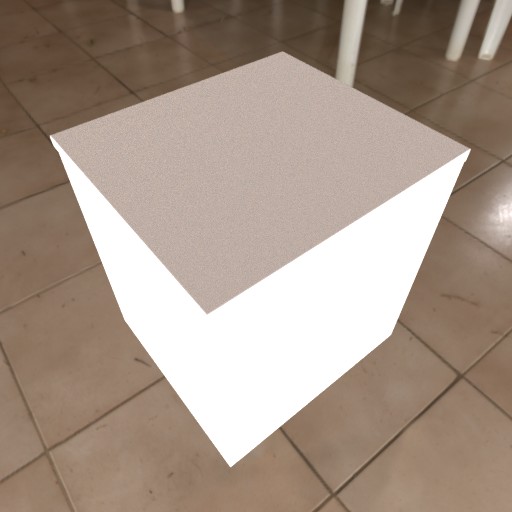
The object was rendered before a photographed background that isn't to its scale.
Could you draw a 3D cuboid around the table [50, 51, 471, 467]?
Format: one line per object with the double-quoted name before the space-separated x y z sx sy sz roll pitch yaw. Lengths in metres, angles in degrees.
"table" 0.000 0.000 0.765 0.420 0.460 0.380 -31 55 -25
